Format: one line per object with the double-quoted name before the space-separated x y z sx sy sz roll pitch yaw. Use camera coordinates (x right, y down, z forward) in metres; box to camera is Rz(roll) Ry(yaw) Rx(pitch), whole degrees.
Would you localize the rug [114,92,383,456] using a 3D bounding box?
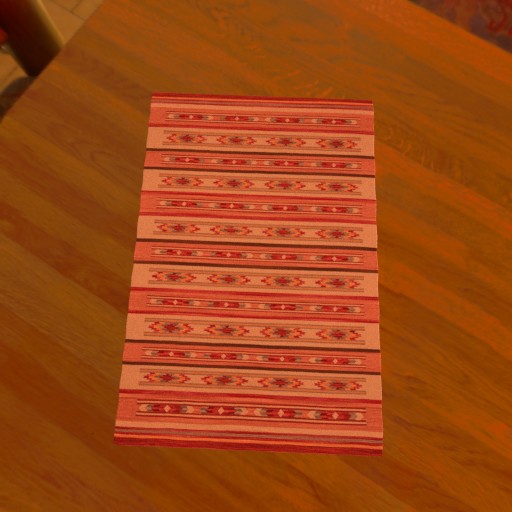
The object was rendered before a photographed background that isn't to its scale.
"rug" 0.000 0.000 2.224 1.223 0.008 1.817 2 76 1
